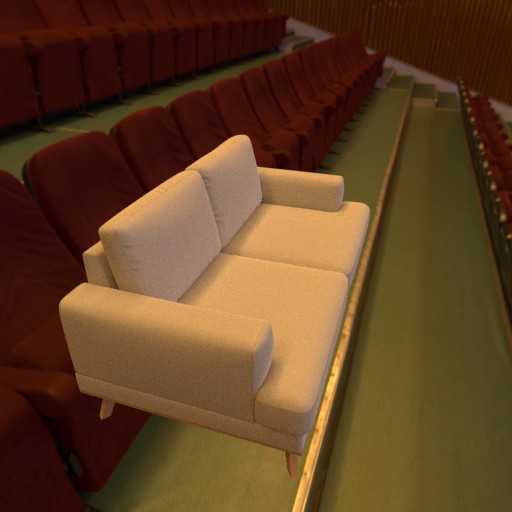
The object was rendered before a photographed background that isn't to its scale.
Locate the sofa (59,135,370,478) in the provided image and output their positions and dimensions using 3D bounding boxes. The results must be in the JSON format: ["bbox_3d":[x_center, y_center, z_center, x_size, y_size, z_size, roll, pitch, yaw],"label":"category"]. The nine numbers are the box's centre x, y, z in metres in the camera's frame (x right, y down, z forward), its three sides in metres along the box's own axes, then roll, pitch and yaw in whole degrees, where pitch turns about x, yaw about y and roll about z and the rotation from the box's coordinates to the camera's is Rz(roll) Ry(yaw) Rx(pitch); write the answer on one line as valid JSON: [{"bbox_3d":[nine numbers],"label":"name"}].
[{"bbox_3d":[0.000,0.000,2.115,0.915,0.810,1.651,10,31,16],"label":"sofa"}]
